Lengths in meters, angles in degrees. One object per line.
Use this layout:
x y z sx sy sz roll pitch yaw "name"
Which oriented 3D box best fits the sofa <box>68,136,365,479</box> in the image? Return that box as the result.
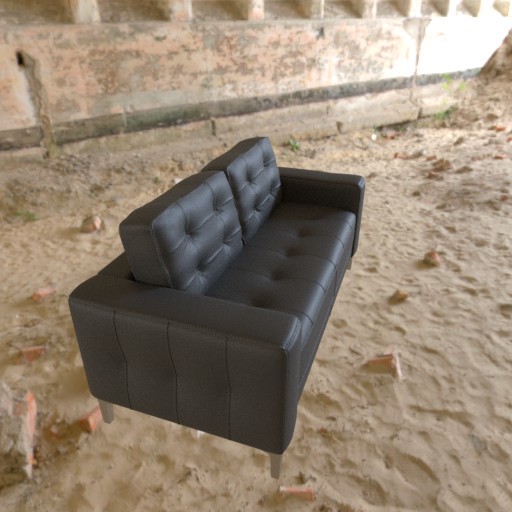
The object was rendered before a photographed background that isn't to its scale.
0.000 0.000 2.214 0.833 0.893 1.726 10 30 17 "sofa"
